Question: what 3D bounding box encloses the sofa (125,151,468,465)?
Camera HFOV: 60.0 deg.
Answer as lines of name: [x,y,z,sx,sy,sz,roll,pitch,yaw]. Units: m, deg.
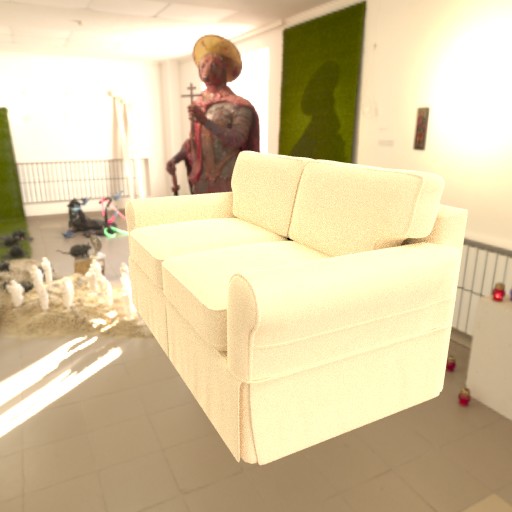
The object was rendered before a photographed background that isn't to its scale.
sofa: [0.000,0.000,2.241,0.991,0.940,1.727,-9,19,-26]
